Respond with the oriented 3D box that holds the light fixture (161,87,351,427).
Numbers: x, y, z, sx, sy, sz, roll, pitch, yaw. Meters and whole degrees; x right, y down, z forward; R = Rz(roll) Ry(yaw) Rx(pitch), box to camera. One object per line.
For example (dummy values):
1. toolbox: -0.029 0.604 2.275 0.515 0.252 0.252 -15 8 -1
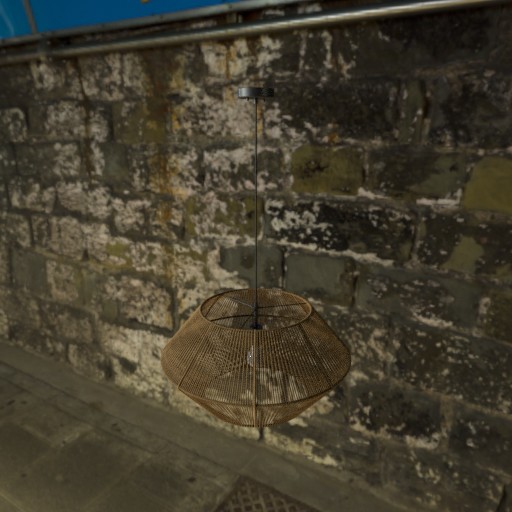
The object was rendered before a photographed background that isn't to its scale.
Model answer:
1. light fixture: 0.000 0.000 1.426 0.643 1.009 0.643 0 15 0
